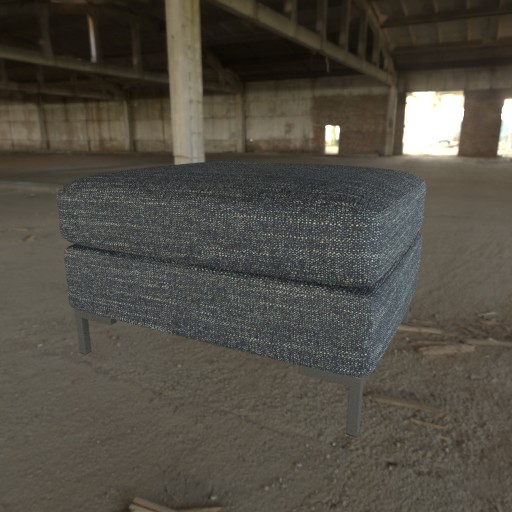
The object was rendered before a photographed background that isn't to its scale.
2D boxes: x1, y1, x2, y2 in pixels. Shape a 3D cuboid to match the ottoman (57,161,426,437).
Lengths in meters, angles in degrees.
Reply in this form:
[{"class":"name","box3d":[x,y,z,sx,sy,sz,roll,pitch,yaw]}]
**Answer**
[{"class":"ottoman","box3d":[0.000,0.000,1.235,0.814,0.491,0.667,8,17,26]}]
